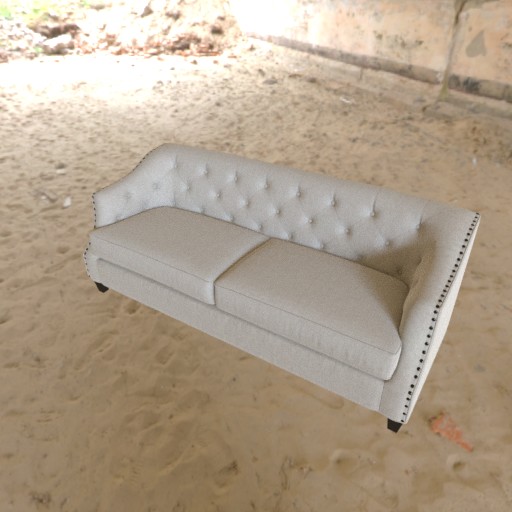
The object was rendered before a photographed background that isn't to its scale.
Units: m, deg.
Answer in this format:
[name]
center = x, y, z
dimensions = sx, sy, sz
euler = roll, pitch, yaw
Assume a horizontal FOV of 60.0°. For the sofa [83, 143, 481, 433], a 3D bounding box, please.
[sofa]
center = 0.000, 0.000, 2.721
dimensions = 2.235, 0.901, 0.914
euler = 19, 36, 28
